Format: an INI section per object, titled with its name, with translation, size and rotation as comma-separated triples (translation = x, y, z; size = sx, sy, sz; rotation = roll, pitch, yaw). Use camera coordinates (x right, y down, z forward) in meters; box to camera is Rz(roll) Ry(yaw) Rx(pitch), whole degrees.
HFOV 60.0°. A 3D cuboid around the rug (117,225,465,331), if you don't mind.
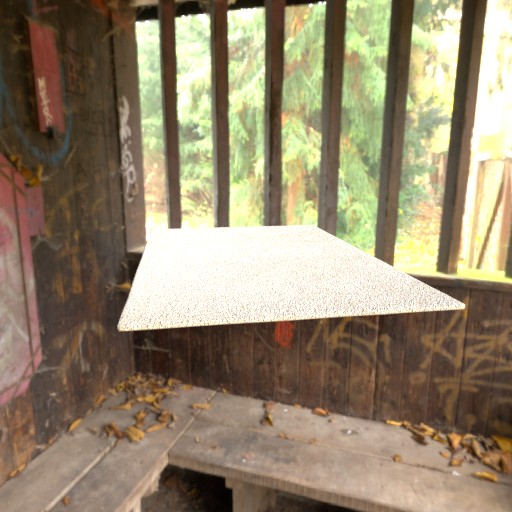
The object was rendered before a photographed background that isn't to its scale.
[rug]
translation = 0.000, 0.000, 3.498
size = 1.778, 0.030, 2.743
rotation = -2, 13, -10
